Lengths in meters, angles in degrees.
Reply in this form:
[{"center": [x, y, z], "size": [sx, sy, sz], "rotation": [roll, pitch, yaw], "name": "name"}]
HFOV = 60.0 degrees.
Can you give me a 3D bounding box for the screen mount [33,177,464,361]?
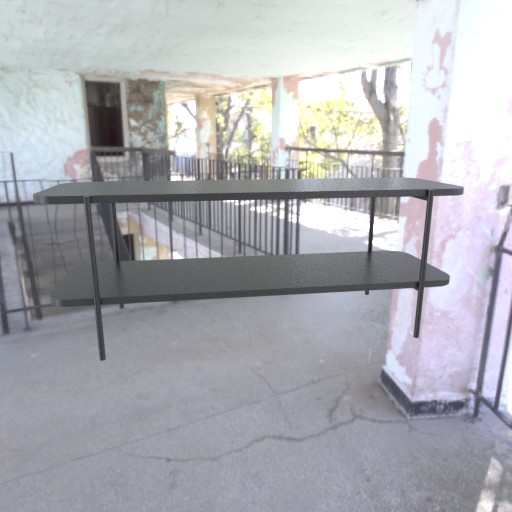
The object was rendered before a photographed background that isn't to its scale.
[{"center": [0.000, 0.000, 1.406], "size": [1.200, 0.447, 0.400], "rotation": [-2, 15, -9], "name": "screen mount"}]
